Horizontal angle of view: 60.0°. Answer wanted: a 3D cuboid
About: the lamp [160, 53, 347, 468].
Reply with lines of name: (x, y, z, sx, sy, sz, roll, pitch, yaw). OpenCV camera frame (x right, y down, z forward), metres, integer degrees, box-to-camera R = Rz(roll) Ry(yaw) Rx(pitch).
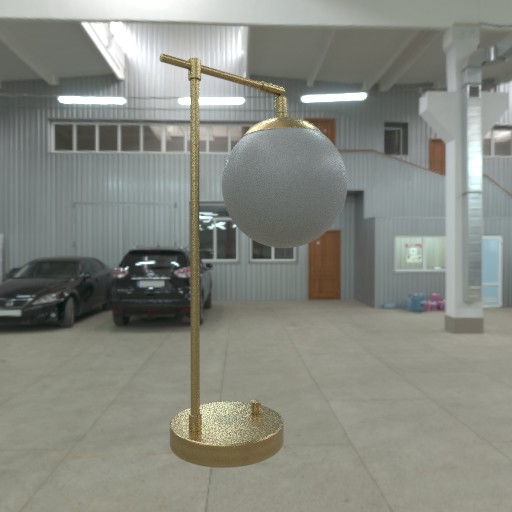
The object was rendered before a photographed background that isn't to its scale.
lamp: (0.000, 0.000, 0.701, 0.324, 0.559, 0.207, 0, 1, -38)
